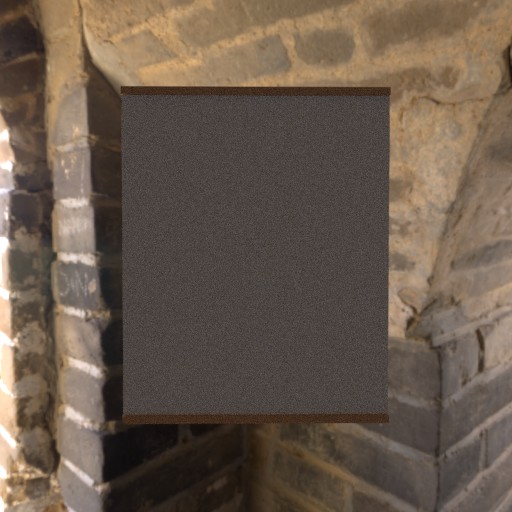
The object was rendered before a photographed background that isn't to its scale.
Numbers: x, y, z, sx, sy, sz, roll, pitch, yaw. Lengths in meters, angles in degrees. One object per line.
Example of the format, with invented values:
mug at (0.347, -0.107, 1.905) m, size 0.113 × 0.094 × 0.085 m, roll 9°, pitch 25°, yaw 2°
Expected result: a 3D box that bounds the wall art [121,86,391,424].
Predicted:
wall art at (0.000, 0.000, 0.672) m, size 0.404 × 0.507 × 0.010 m, roll 0°, pitch 1°, yaw -1°
